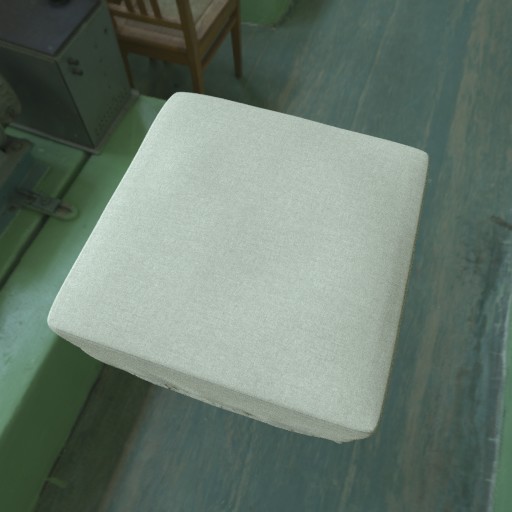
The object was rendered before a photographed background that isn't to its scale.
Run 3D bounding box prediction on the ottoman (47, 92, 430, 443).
[{"bbox_3d":[0.000,0.000,1.330,0.840,0.436,0.843,16,65,8],"label":"ottoman"}]
